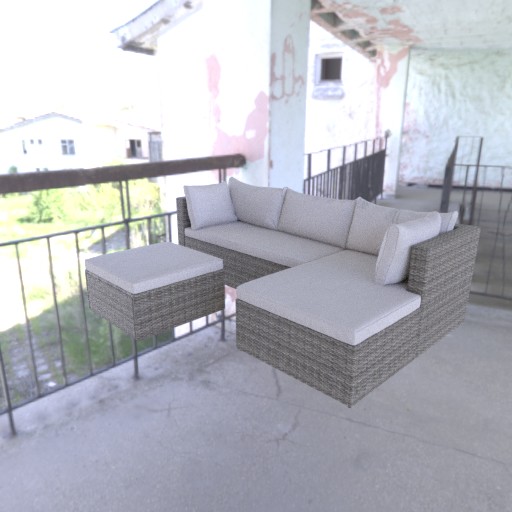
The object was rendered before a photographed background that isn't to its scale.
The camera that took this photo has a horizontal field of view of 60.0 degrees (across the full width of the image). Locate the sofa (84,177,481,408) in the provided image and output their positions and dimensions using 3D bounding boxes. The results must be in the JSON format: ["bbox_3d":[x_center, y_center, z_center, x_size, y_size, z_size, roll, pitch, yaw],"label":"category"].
[{"bbox_3d":[0.000,0.000,2.936,1.662,0.766,2.192,-16,23,-42],"label":"sofa"}]
